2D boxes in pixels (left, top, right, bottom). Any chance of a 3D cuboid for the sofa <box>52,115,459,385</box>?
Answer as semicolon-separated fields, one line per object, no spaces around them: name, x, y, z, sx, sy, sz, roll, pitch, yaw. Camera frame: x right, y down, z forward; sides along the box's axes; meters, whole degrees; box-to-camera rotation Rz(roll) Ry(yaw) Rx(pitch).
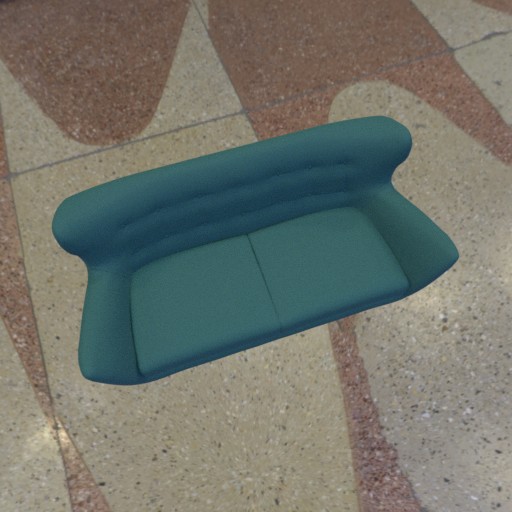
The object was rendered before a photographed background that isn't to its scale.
sofa;0.000;0.000;2.436;1.930;0.890;0.889;-17;65;-8
